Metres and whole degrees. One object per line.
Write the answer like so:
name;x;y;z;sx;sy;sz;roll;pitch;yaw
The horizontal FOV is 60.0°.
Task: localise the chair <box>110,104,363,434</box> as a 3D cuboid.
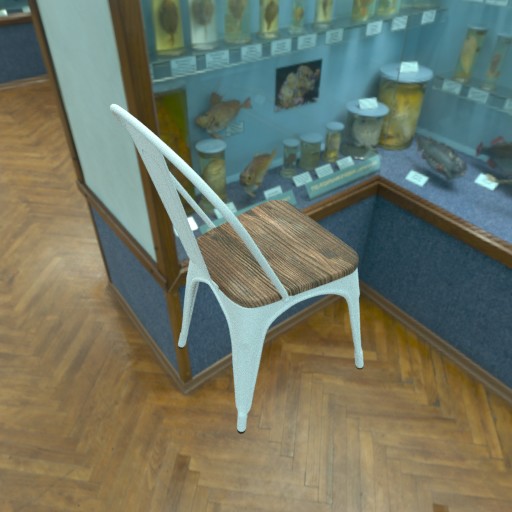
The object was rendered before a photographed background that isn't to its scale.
chair;0.000;0.000;1.153;0.521;0.851;0.452;-24;45;-26
